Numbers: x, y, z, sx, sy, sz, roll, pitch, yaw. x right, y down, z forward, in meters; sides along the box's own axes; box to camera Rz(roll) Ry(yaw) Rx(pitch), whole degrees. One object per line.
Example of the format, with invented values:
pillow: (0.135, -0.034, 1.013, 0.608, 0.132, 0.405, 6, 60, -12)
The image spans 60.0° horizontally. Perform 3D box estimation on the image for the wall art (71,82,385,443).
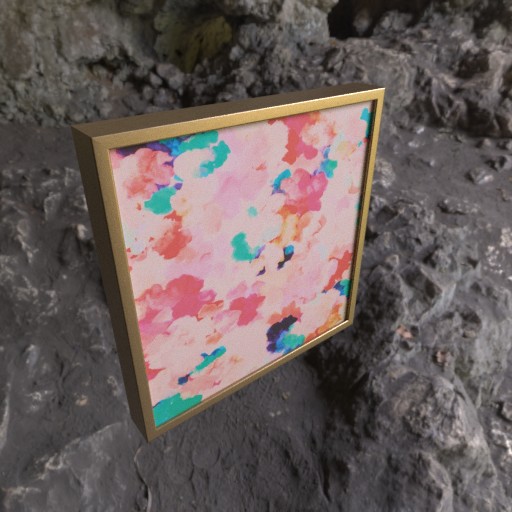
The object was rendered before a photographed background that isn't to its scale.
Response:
wall art: (0.000, 0.000, 0.458, 0.304, 0.305, 0.038, -21, 36, -32)
